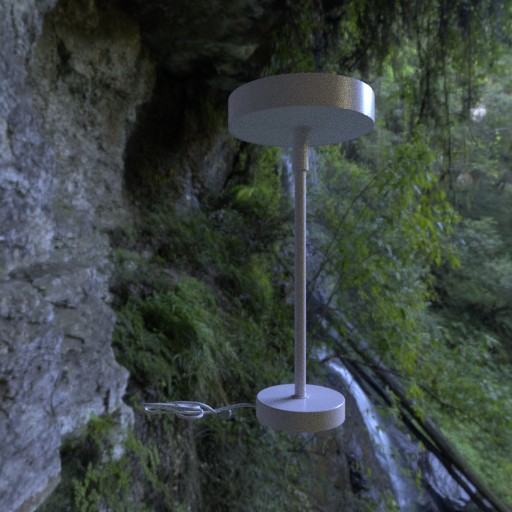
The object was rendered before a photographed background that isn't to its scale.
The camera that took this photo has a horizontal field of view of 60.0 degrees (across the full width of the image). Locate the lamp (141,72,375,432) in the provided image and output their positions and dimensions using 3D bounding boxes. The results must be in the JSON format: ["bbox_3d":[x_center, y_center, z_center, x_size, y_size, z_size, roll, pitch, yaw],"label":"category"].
[{"bbox_3d":[0.000,0.000,0.706,0.369,0.508,0.229,0,0,0],"label":"lamp"}]
